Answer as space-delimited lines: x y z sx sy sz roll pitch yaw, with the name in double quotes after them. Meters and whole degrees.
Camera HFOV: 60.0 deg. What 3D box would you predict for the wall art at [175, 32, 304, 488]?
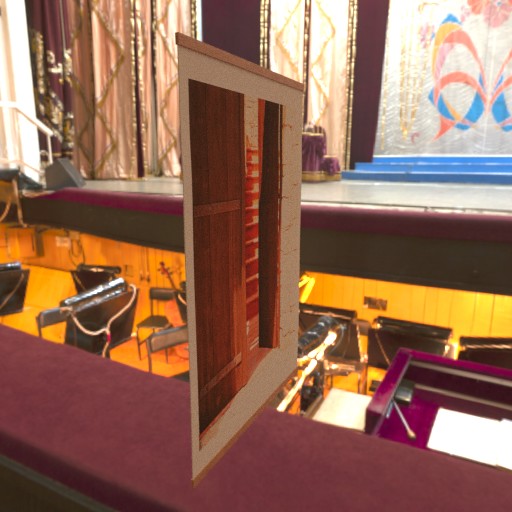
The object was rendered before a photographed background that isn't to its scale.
0.000 0.000 1.889 0.019 1.527 1.019 6 14 26 "wall art"
